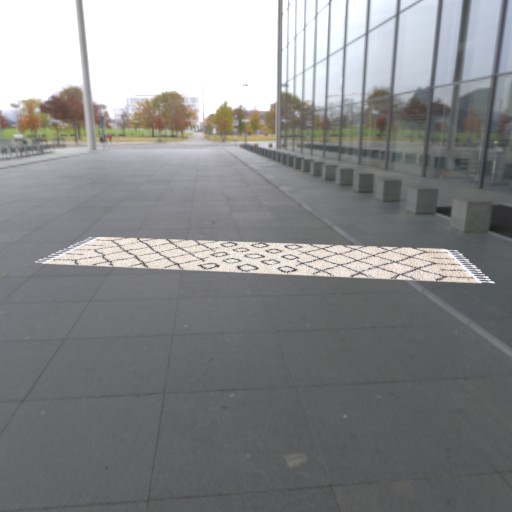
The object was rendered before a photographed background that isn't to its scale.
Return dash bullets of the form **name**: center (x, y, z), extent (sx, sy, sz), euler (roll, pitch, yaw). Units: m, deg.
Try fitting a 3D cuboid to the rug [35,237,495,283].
- **rug**: center (0.000, 0.000, 2.649), extent (2.464, 0.005, 0.660), euler (2, 16, 8)
